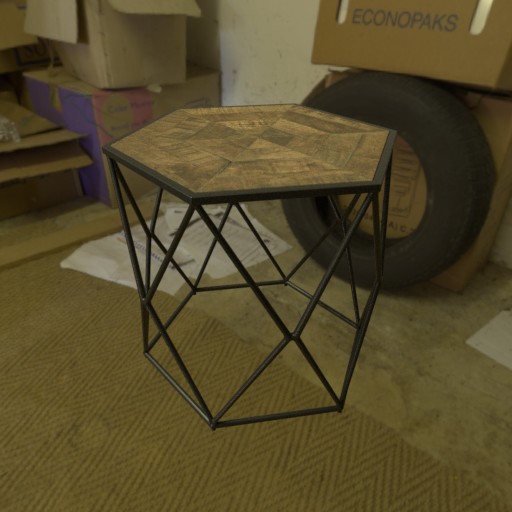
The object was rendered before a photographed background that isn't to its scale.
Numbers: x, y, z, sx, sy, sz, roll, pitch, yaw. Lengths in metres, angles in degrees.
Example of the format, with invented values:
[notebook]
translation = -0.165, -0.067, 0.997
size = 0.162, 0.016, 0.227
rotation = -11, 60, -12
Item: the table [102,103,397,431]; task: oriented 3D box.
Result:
[table]
translation = 0.000, 0.000, 1.039
size = 0.579, 0.564, 0.578
rotation = 11, 35, 16
